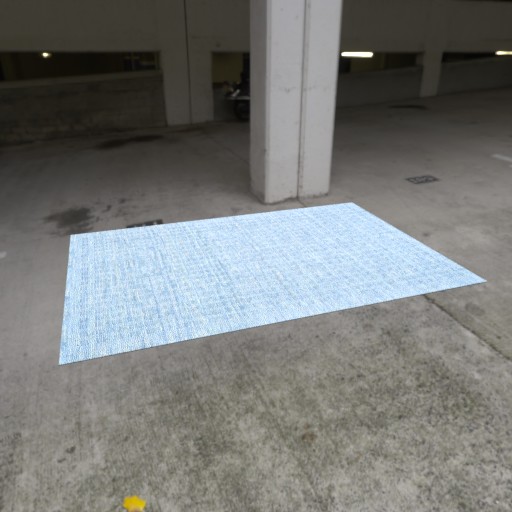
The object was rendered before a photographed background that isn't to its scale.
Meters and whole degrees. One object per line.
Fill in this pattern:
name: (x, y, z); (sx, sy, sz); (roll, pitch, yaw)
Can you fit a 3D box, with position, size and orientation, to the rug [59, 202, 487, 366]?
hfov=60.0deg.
rug: (0.000, 0.000, 2.862); (2.286, 0.006, 1.522); (-8, 26, -17)
